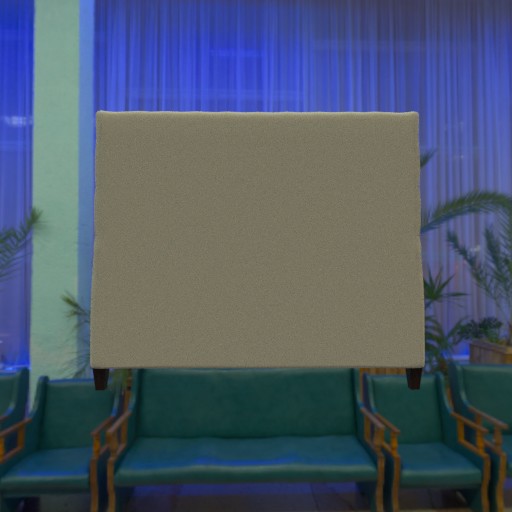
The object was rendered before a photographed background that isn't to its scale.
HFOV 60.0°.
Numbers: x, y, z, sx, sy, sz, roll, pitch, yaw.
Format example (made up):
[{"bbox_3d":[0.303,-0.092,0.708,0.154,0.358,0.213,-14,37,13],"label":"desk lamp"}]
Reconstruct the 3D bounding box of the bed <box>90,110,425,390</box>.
[{"bbox_3d":[0.000,0.000,3.416,1.698,1.427,2.387,0,-2,0],"label":"bed"}]
